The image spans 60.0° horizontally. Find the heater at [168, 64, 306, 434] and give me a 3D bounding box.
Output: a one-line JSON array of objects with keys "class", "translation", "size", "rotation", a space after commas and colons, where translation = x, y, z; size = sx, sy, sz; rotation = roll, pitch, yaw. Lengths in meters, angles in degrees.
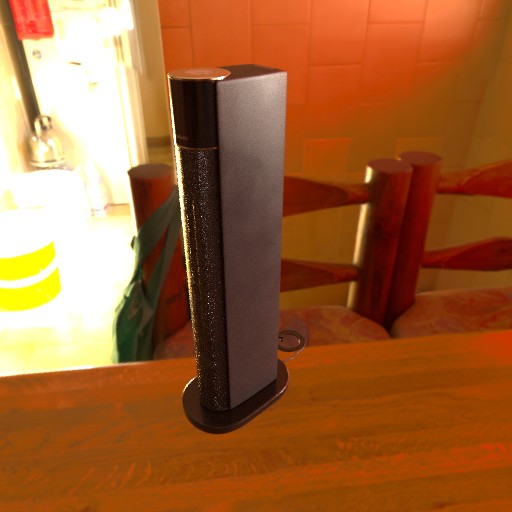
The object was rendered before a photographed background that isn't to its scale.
[{"class": "heater", "translation": [0.000, 0.000, 1.070], "size": [0.458, 0.856, 0.214], "rotation": [-22, 38, -31]}]
